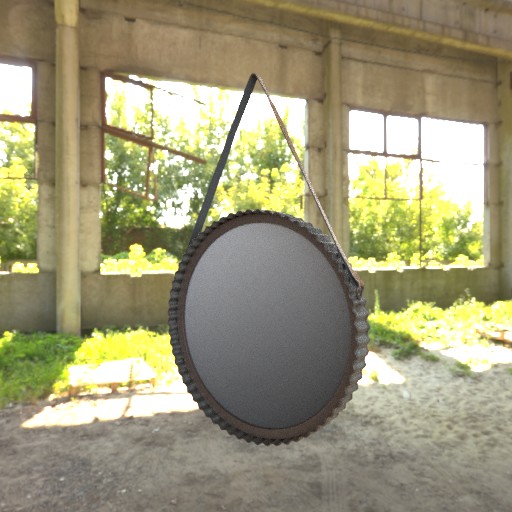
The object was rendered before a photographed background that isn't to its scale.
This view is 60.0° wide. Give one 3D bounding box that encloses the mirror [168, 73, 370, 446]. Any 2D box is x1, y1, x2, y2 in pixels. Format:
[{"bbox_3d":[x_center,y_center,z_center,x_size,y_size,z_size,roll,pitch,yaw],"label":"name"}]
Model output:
[{"bbox_3d":[0.000,0.000,0.692,0.355,0.568,0.042,0,-1,36],"label":"mirror"}]
